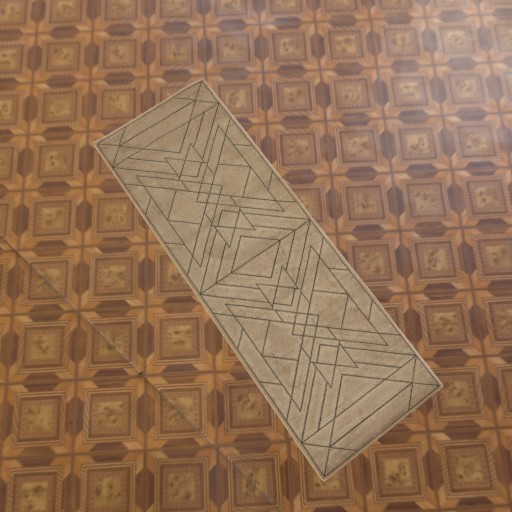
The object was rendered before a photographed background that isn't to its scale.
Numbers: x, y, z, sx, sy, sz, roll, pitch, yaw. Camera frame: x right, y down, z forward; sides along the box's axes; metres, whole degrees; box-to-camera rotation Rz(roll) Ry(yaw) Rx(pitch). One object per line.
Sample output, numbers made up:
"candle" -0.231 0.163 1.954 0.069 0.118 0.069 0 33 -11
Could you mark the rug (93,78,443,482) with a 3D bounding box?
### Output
"rug" 0.000 0.000 2.595 0.831 0.036 2.381 -34 78 -8
